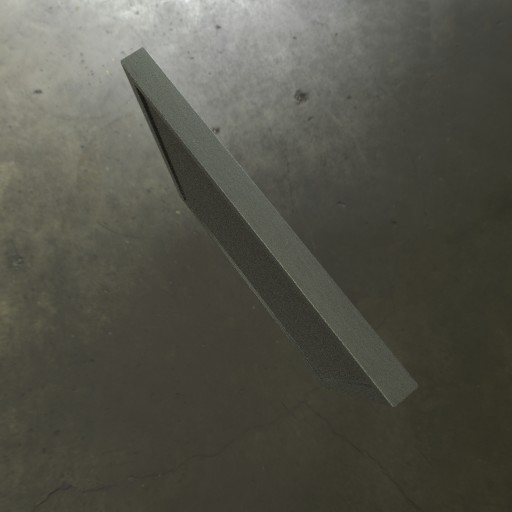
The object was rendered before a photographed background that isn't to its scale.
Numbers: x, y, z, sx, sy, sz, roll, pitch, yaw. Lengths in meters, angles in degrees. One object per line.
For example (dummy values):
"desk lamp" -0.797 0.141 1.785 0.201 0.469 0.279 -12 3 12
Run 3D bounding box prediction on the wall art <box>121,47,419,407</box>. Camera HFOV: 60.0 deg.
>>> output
"wall art" 0.000 0.000 0.533 0.028 0.330 0.380 -36 79 -9
